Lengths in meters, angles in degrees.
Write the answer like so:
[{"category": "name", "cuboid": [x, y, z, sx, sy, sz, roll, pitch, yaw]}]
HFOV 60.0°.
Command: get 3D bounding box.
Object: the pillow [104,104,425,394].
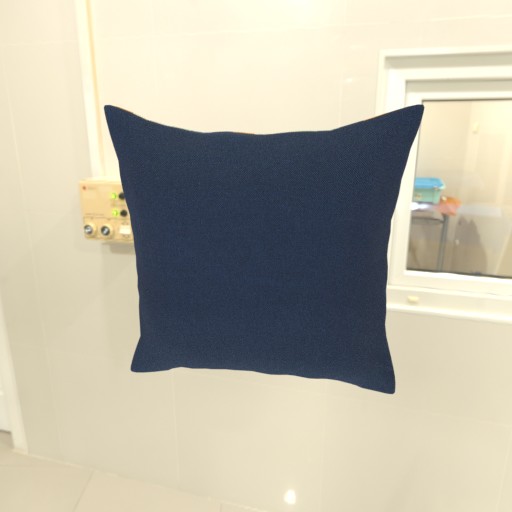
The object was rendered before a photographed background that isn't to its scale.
[{"category": "pillow", "cuboid": [0.000, 0.000, 0.699, 0.463, 0.454, 0.173, 2, 17, 8]}]
